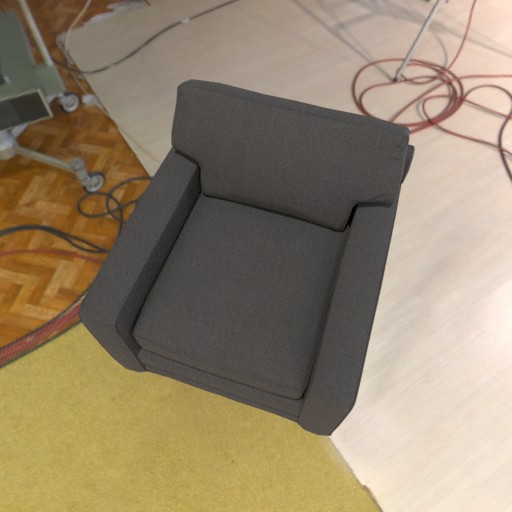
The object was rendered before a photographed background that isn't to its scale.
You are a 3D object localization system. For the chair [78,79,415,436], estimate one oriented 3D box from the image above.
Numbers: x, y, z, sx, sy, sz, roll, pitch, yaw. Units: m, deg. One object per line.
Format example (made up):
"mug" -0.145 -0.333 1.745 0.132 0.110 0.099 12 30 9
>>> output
"chair" 0.000 0.000 1.823 0.997 0.913 1.043 16 61 9
